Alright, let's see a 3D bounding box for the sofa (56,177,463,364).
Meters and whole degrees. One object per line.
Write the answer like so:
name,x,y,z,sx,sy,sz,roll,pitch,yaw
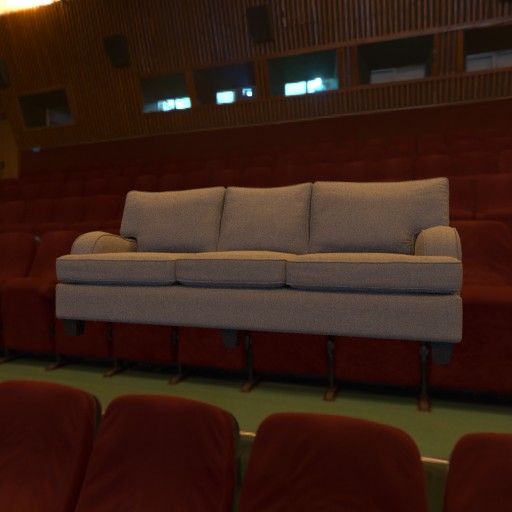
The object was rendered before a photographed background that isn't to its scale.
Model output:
sofa,0.000,0.000,2.819,2.323,0.991,1.016,0,1,19
